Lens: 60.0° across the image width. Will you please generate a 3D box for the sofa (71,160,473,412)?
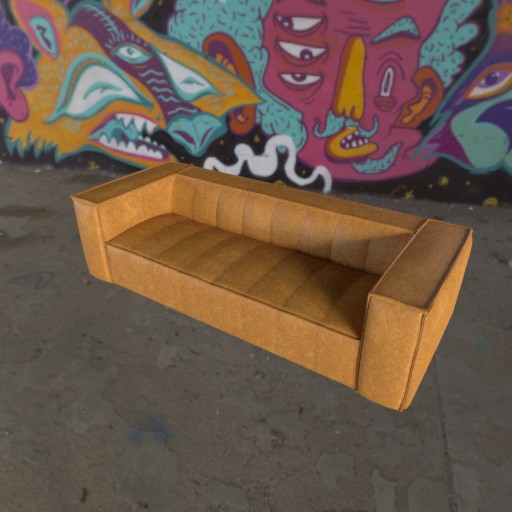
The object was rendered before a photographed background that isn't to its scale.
[{"bbox_3d":[0.000,0.000,3.118,2.581,0.701,1.102,18,34,29],"label":"sofa"}]
